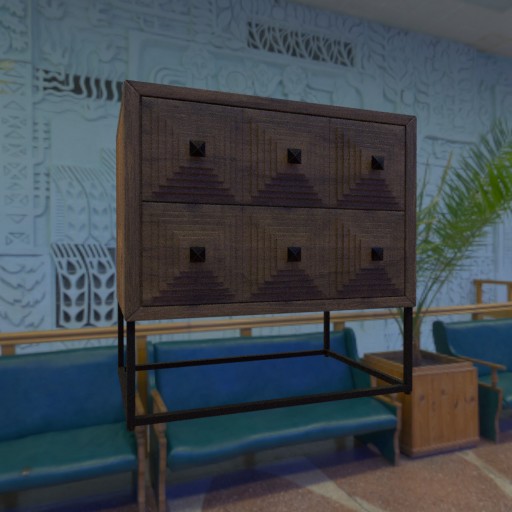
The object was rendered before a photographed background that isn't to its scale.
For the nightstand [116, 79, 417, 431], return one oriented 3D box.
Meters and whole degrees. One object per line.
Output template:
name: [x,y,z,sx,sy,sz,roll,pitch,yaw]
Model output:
nightstand: [0.000,0.000,1.036,0.610,0.610,0.437,0,1,-20]
